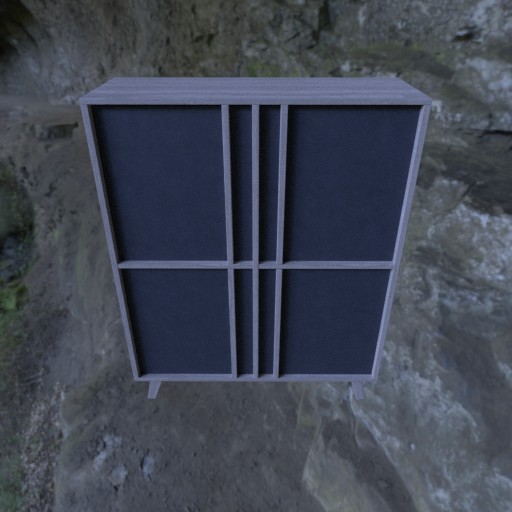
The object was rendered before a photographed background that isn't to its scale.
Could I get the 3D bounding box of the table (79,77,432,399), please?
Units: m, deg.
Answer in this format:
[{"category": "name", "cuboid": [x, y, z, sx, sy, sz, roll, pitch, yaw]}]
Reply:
[{"category": "table", "cuboid": [0.000, 0.000, 1.917, 1.111, 1.388, 0.398, 0, 31, 0]}]
